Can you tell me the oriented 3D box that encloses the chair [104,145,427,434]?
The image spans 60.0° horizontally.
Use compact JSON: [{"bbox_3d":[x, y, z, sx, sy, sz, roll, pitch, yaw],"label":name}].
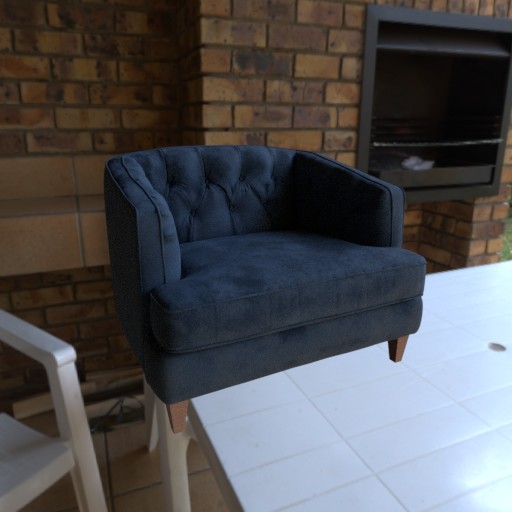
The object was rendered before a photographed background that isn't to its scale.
[{"bbox_3d":[0.000,0.000,1.818,1.094,0.852,0.940,-8,18,-27],"label":"chair"}]
